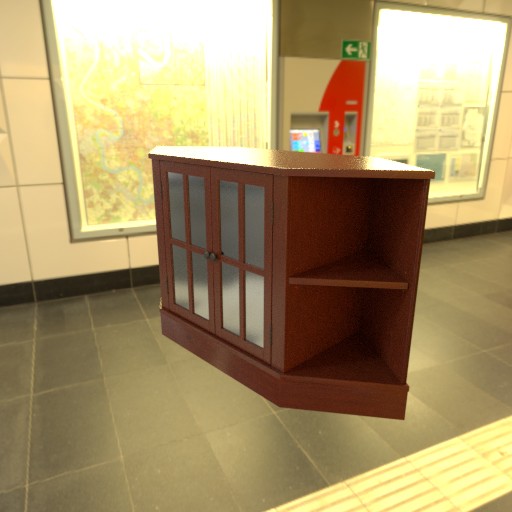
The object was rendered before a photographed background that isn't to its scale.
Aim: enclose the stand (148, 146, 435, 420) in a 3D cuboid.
[{"bbox_3d":[0.000,0.000,1.376,0.381,0.614,1.072,-16,24,-41],"label":"stand"}]
